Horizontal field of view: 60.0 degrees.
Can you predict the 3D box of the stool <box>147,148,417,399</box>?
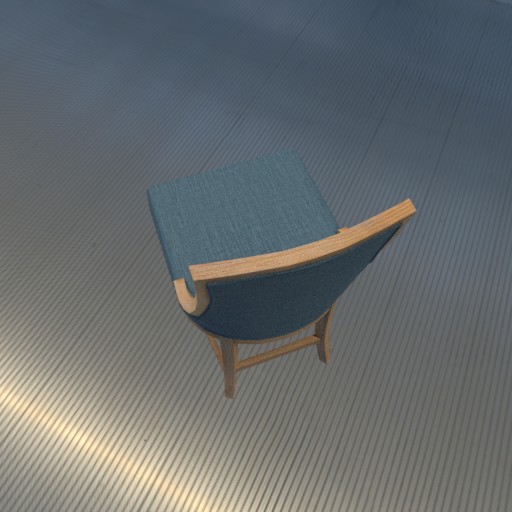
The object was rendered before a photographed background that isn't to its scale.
[{"bbox_3d":[0.000,0.000,1.325,0.524,0.938,0.626,-17,60,-11],"label":"stool"}]
